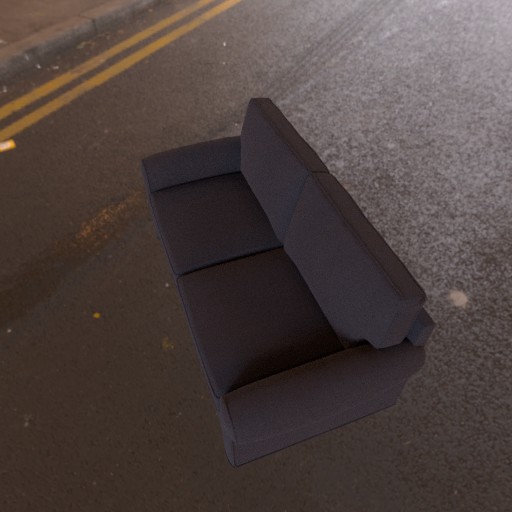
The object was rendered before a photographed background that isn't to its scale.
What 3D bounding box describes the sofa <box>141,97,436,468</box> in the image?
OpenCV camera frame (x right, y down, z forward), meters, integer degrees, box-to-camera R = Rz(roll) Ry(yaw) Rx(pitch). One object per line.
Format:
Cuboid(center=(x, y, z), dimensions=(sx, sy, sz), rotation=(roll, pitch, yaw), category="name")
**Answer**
Cuboid(center=(0.000, 0.000, 2.525), dimensions=(0.951, 1.031, 2.009), rotation=(-15, 49, -14), category="sofa")
